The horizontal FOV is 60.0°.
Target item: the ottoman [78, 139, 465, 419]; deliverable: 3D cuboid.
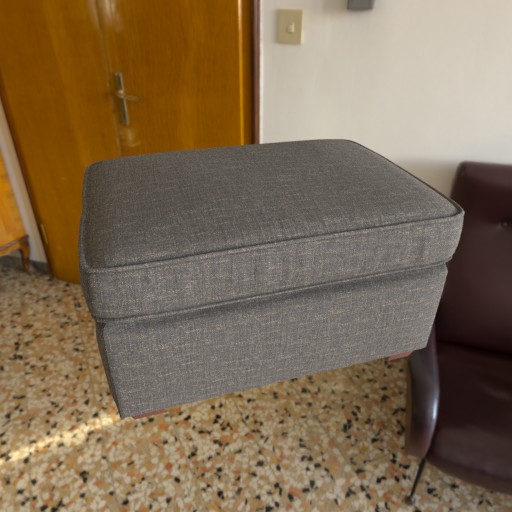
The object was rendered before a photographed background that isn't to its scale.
[{"bbox_3d":[0.000,0.000,1.081,0.749,0.450,0.549,-9,32,-14],"label":"ottoman"}]
